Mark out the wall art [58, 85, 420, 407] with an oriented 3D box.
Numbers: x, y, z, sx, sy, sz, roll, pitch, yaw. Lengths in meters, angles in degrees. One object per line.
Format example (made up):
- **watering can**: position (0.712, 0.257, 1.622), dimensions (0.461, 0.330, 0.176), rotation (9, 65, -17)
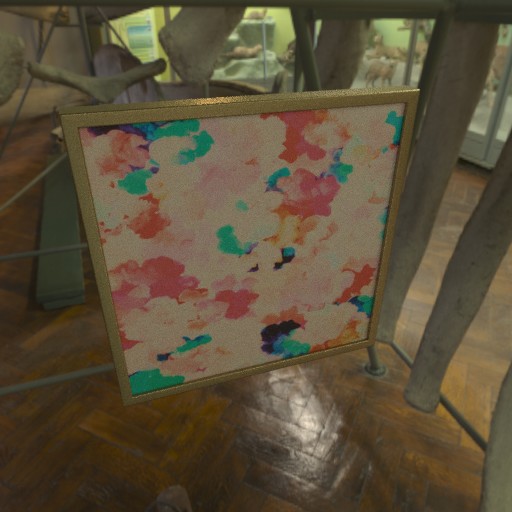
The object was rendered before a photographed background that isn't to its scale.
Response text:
- **wall art**: position (0.000, 0.000, 0.743), dimensions (0.510, 0.509, 0.037), rotation (-10, 32, -16)
